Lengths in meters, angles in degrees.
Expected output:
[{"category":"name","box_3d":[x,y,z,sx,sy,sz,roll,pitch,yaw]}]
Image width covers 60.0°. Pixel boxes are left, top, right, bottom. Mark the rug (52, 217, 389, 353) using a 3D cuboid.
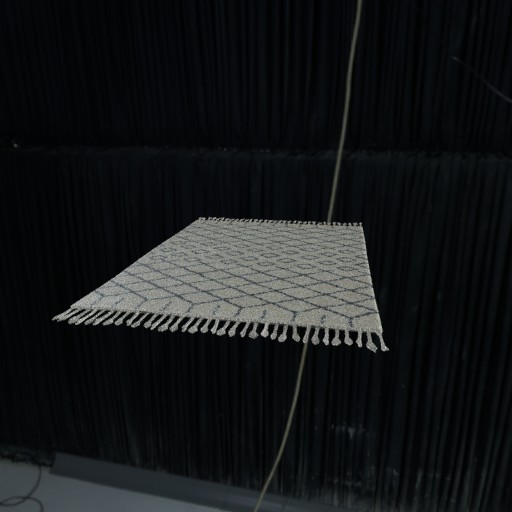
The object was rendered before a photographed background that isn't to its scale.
[{"category":"rug","box_3d":[0.000,0.000,3.304,1.664,0.029,2.615,3,17,10]}]
